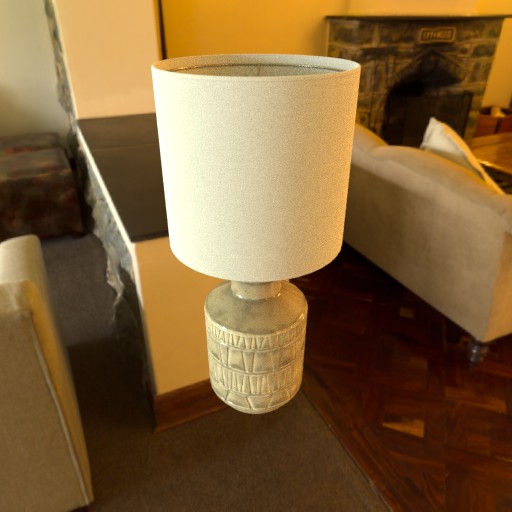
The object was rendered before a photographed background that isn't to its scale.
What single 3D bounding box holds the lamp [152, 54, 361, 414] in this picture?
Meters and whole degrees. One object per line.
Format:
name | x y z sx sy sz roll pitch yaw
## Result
lamp | 0.000 0.000 0.567 0.211 0.455 0.211 8 30 14
